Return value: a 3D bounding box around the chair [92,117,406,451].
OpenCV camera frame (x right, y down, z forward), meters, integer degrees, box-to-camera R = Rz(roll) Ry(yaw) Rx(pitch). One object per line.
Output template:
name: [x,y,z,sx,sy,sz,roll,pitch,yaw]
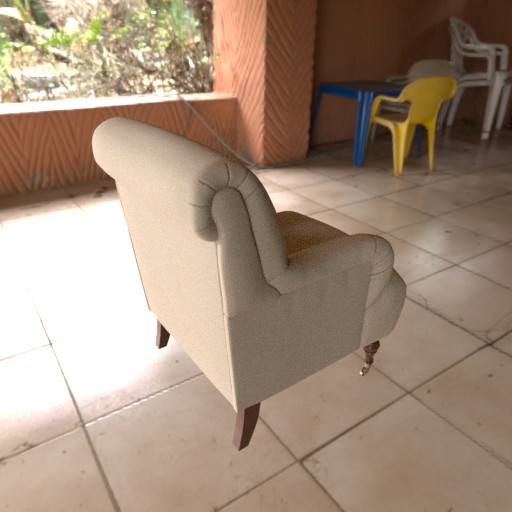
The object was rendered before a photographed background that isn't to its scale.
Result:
chair: [0.000,0.000,1.573,0.842,0.942,0.766,-18,32,-31]
